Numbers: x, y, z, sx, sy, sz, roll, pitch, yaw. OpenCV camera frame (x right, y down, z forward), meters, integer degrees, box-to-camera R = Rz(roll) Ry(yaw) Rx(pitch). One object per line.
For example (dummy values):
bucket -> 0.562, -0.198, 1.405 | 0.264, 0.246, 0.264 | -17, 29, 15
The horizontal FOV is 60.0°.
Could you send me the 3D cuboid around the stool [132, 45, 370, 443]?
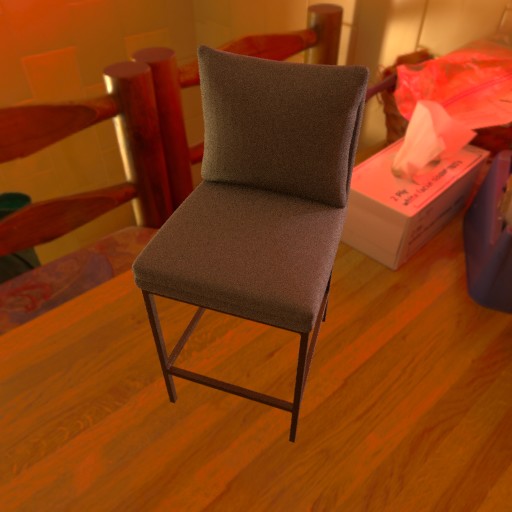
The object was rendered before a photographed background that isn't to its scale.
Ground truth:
stool -> 0.000, 0.000, 1.310 | 0.463, 1.031, 0.569 | 13, 44, 14
